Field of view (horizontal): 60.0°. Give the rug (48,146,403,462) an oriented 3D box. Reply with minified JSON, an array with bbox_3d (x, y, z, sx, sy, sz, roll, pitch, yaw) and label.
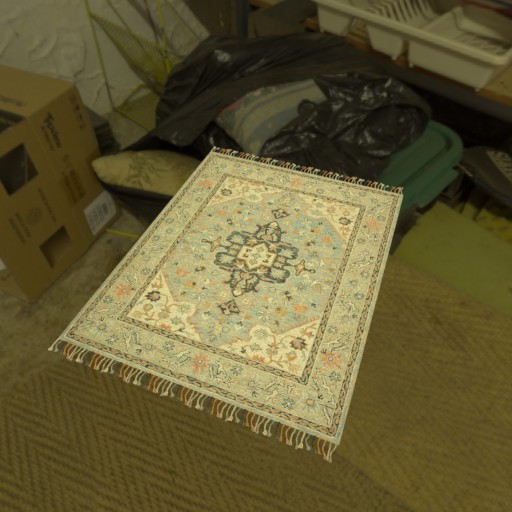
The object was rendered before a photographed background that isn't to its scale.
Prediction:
[{"bbox_3d":[0.000,0.000,3.560,1.971,0.010,2.651,16,49,14],"label":"rug"}]
